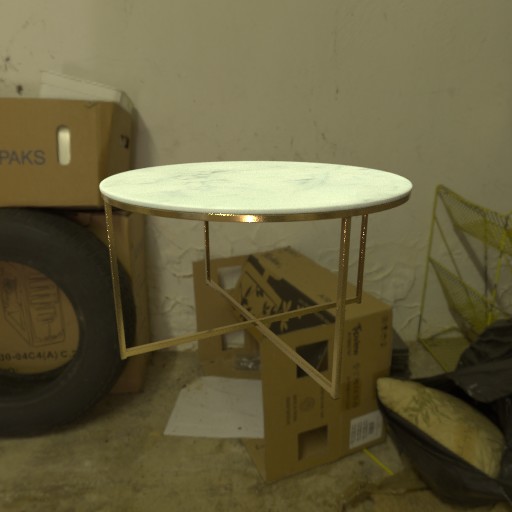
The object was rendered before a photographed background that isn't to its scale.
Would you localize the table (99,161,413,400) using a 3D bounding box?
[{"bbox_3d":[0.000,0.000,1.262,0.800,0.450,0.800,0,18,0],"label":"table"}]
